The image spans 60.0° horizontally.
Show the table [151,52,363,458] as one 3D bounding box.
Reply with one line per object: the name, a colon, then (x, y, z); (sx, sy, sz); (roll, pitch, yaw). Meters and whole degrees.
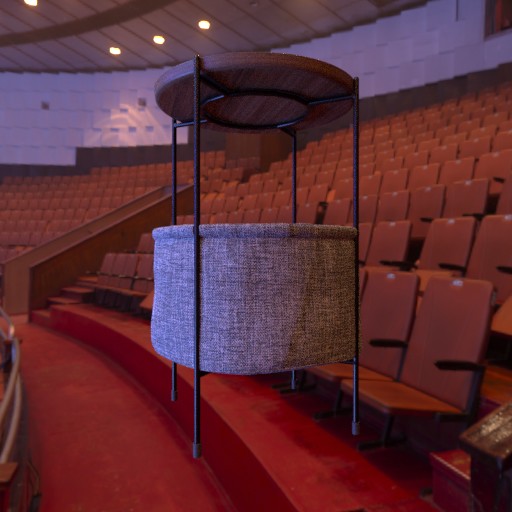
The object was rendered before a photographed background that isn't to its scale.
table: (0.000, 0.000, 0.865); (0.400, 0.623, 0.400); (0, 0, -18)
